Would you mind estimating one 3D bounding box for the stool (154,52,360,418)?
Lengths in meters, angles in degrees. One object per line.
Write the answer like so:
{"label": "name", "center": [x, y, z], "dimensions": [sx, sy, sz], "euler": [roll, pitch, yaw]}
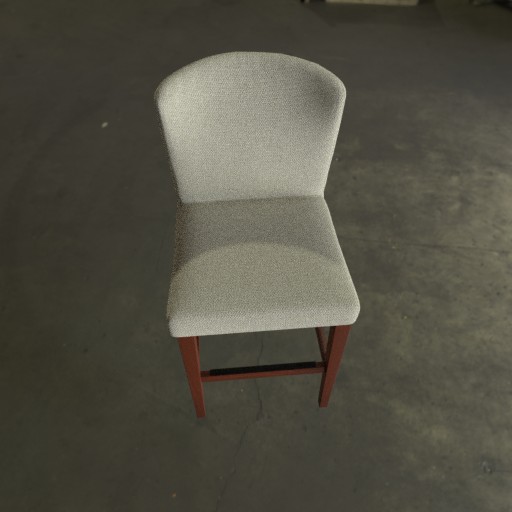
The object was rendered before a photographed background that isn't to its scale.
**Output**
{"label": "stool", "center": [0.000, 0.000, 1.307], "dimensions": [0.481, 0.969, 0.568], "euler": [-4, 46, -4]}
